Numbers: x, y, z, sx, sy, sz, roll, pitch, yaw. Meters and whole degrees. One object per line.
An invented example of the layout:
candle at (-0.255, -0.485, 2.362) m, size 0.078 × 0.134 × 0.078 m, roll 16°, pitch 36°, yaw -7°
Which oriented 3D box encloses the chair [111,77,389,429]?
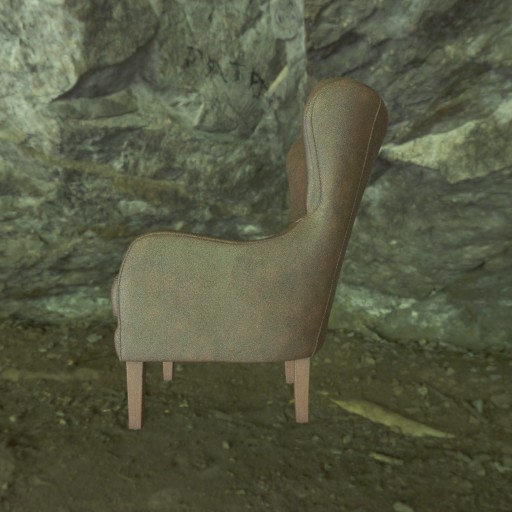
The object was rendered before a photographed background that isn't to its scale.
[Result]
chair at (0.000, 0.000, 1.610) m, size 0.914 × 1.048 × 0.692 m, roll 0°, pitch 0°, yaw 0°
